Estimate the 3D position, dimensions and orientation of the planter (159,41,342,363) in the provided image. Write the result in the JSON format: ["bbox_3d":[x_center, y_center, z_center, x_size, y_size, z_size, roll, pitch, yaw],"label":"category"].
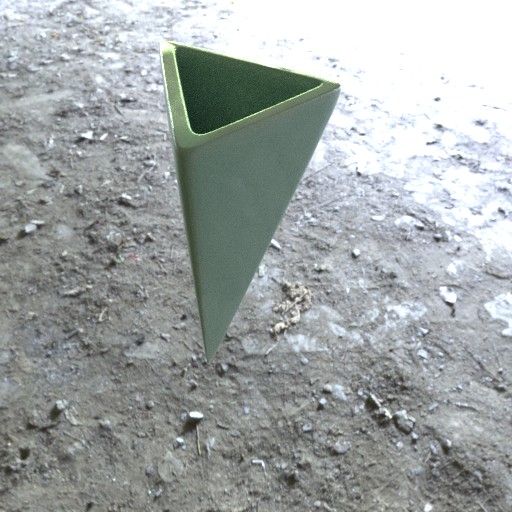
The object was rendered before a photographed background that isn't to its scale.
[{"bbox_3d":[0.000,0.000,0.217,0.064,0.178,0.080,-9,47,-8],"label":"planter"}]
